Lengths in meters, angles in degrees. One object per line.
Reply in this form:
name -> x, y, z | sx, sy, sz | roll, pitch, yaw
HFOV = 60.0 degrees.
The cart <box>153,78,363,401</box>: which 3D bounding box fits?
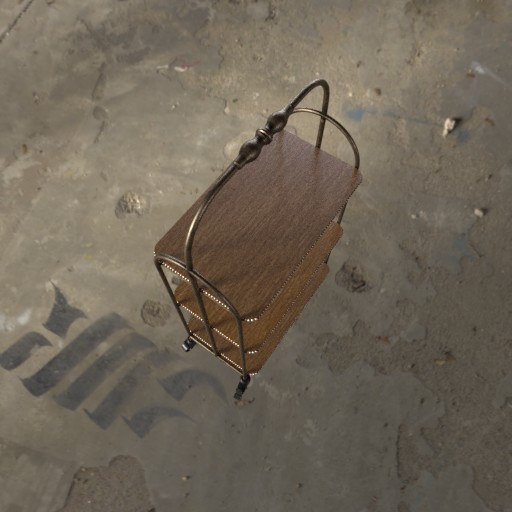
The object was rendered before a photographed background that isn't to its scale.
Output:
cart -> 0.000, 0.000, 1.353 | 0.330, 1.052, 0.650 | 33, 68, 15
